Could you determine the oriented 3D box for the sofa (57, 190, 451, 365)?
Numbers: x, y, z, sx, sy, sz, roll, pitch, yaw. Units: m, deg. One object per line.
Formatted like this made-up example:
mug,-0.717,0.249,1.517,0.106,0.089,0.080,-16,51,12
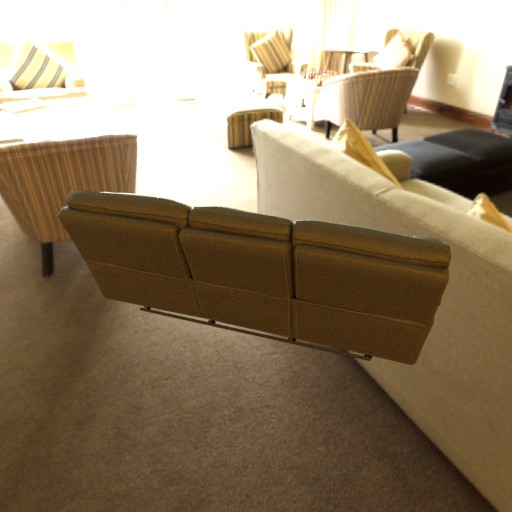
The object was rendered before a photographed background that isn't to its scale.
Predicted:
sofa,0.000,0.000,3.334,2.627,1.134,1.104,10,32,16
